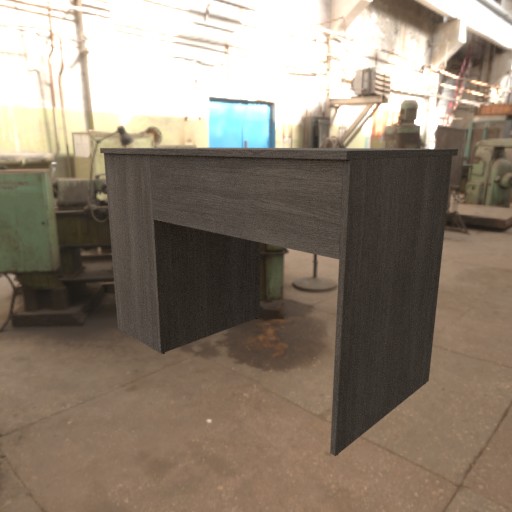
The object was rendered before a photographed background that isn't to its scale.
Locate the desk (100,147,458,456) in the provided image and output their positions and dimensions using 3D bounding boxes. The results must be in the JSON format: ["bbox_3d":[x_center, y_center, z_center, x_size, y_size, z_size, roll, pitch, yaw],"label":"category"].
[{"bbox_3d":[0.000,0.000,1.558,0.560,0.735,1.097,-13,19,-43],"label":"desk"}]
